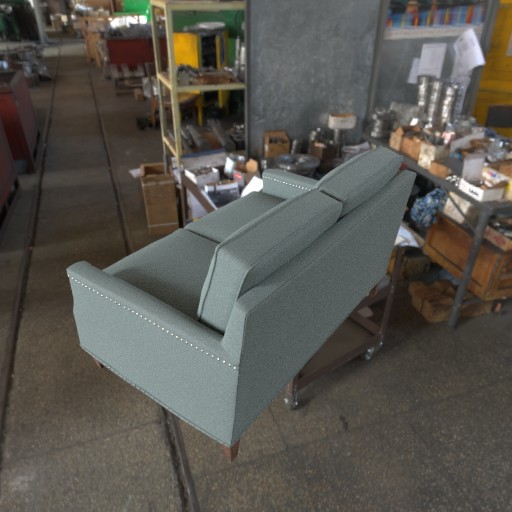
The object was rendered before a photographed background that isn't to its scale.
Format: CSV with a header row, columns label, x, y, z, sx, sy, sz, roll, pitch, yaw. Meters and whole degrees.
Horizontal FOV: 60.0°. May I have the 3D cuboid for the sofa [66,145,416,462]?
label,x,y,z,sx,sy,sz,roll,pitch,yaw
sofa,0.000,0.000,2.338,1.084,1.003,1.597,22,38,31
